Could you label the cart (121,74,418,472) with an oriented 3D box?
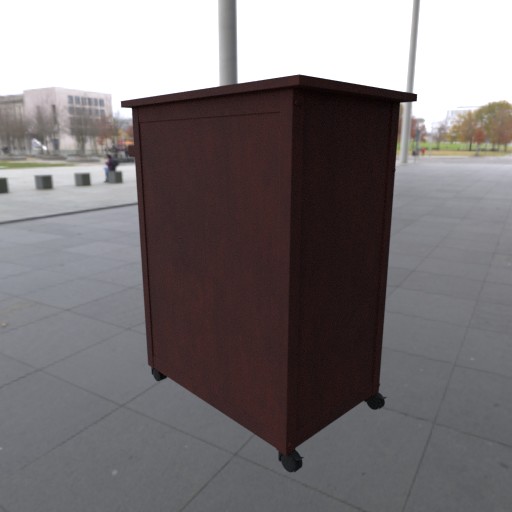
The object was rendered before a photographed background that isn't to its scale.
[{"bbox_3d":[0.000,0.000,1.279,0.442,0.864,0.683,-13,19,-42],"label":"cart"}]
